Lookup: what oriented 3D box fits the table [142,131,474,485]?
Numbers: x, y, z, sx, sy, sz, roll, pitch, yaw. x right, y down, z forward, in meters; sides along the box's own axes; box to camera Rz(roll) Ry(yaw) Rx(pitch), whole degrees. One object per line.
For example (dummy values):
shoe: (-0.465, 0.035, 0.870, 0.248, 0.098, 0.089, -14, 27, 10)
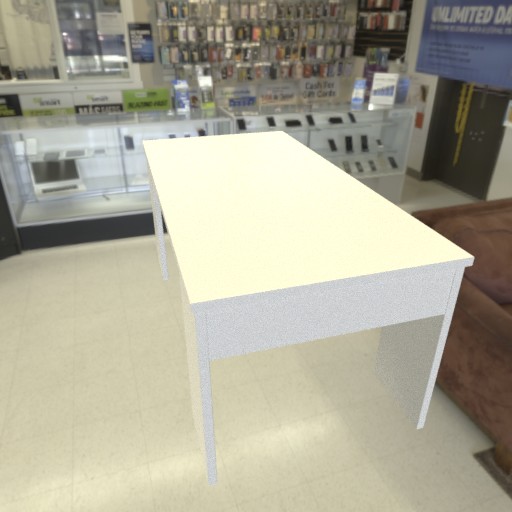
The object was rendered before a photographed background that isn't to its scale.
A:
table: (0.000, 0.000, 1.237, 0.500, 0.440, 1.000, -8, 30, -15)
